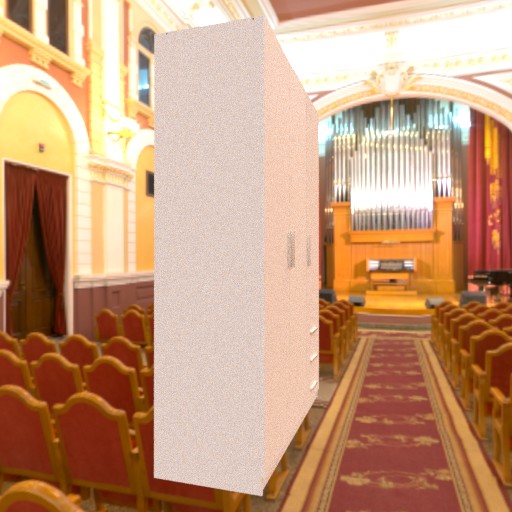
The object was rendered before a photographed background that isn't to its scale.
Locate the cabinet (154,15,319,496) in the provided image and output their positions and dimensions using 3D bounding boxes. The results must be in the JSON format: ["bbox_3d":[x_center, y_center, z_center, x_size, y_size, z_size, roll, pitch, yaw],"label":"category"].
[{"bbox_3d":[0.000,0.000,2.446,0.510,1.910,1.290,0,0,18],"label":"cabinet"}]
